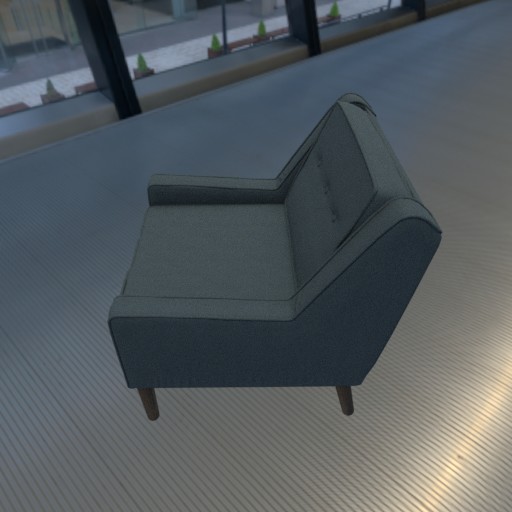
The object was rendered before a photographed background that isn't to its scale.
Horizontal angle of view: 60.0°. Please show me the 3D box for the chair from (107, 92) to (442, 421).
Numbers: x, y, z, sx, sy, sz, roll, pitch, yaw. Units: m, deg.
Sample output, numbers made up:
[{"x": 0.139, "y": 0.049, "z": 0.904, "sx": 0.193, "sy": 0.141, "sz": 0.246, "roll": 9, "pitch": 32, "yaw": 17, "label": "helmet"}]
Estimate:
[{"x": 0.000, "y": 0.000, "z": 1.332, "sx": 0.733, "sy": 0.780, "sz": 0.663, "roll": -1, "pitch": 41, "yaw": -1, "label": "chair"}]
